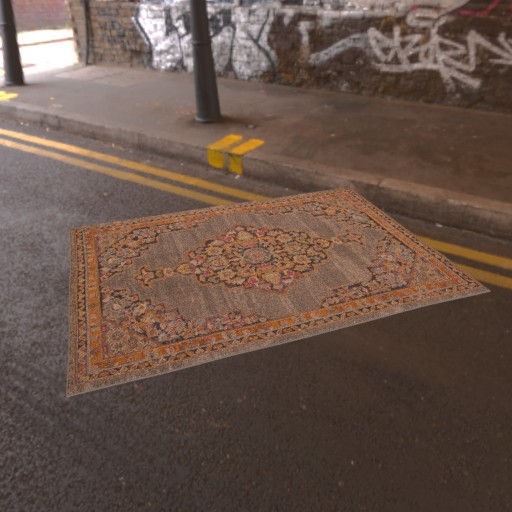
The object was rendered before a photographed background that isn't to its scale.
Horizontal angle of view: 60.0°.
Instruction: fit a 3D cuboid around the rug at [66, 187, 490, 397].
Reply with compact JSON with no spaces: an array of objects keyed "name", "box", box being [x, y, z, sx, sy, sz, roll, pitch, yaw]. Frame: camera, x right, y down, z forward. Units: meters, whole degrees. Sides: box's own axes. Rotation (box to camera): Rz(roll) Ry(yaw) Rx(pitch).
[{"name":"rug","box":[0.000,0.000,3.622,2.901,0.026,2.043,-11,33,-16]}]
